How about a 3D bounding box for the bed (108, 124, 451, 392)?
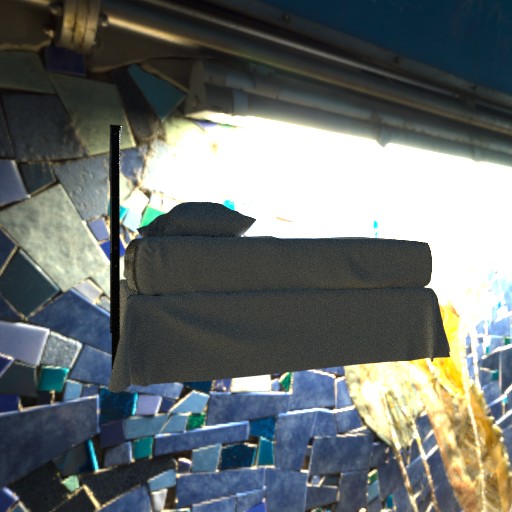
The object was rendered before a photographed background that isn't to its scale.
[{"bbox_3d":[0.000,0.000,3.228,2.050,1.270,1.870,0,0,-19],"label":"bed"}]
